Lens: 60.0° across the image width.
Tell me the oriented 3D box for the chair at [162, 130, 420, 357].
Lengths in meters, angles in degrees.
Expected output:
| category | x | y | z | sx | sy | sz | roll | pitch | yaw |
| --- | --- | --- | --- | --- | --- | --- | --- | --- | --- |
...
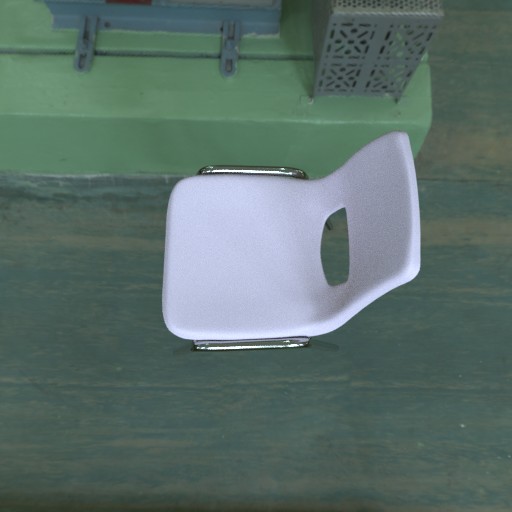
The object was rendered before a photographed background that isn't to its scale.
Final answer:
| category | x | y | z | sx | sy | sz | roll | pitch | yaw |
| --- | --- | --- | --- | --- | --- | --- | --- | --- | --- |
| chair | 0.000 | 0.000 | 0.898 | 0.436 | 0.653 | 0.381 | 0 | 76 | 0 |
